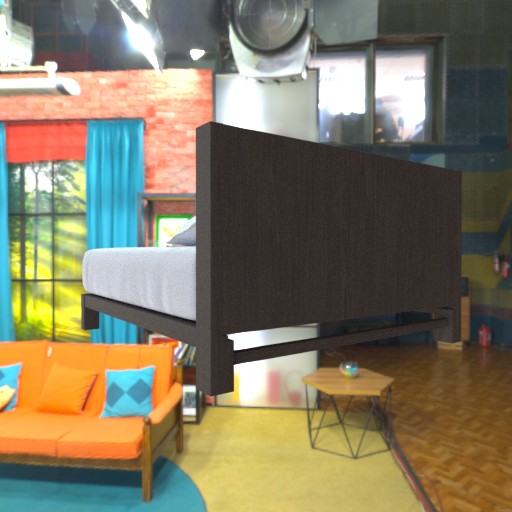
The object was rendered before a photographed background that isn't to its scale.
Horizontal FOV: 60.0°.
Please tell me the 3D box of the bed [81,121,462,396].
[{"bbox_3d":[0.000,0.000,3.556,2.143,1.261,2.238,0,1,-36],"label":"bed"}]
